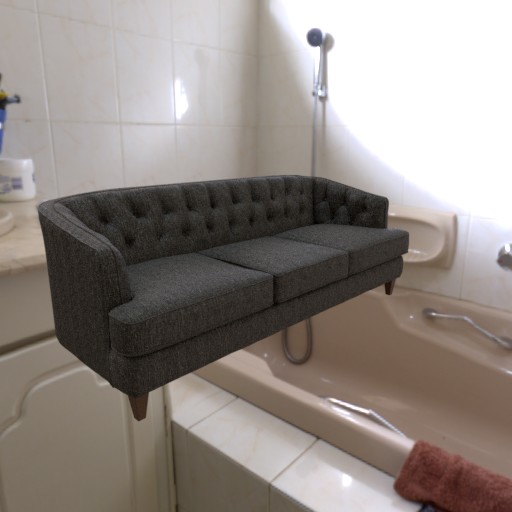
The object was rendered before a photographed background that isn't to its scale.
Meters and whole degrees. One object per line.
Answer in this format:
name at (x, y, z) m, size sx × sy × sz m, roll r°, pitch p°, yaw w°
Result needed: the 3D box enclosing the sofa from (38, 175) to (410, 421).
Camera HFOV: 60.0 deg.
sofa at (0.000, 0.000, 2.686) m, size 0.941 × 0.855 × 2.278 m, roll 14°, pitch 20°, yaw 42°
